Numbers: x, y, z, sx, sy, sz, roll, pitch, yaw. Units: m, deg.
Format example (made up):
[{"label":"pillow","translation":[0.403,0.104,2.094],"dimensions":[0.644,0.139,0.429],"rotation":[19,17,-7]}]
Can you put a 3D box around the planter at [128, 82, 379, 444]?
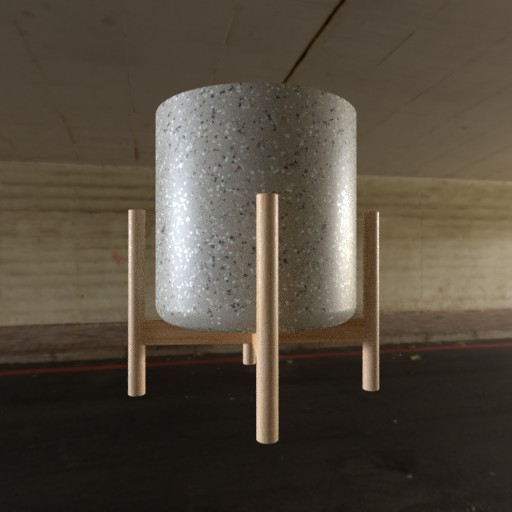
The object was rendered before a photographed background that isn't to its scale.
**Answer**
[{"label":"planter","translation":[0.000,0.000,0.686],"dimensions":[0.360,0.419,0.360],"rotation":[0,0,18]}]
